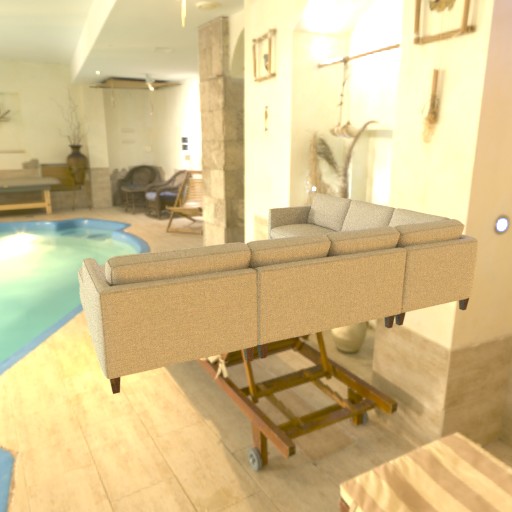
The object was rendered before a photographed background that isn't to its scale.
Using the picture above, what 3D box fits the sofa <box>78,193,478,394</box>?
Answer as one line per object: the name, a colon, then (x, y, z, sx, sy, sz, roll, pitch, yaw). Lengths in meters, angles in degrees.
sofa: (0.000, 0.000, 4.519, 3.403, 0.889, 2.551, -7, 16, -25)
